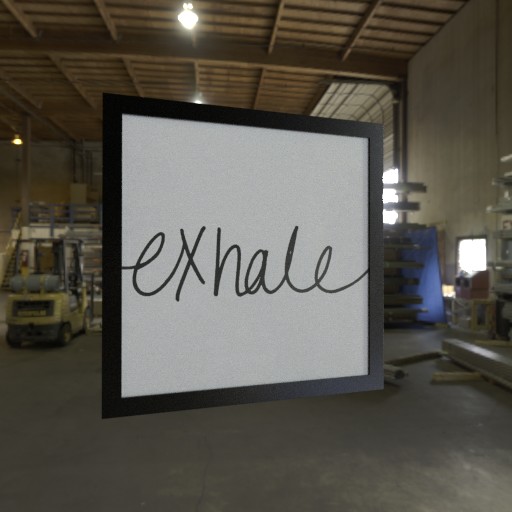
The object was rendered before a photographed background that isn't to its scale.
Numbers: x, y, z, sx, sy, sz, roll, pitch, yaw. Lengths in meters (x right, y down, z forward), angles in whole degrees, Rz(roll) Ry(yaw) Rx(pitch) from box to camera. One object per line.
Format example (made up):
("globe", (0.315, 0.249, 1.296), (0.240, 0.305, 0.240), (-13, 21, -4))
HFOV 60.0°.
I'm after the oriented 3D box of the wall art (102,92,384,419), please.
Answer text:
("wall art", (0.000, 0.000, 0.679), (0.446, 0.445, 0.014), (0, 0, -18))
